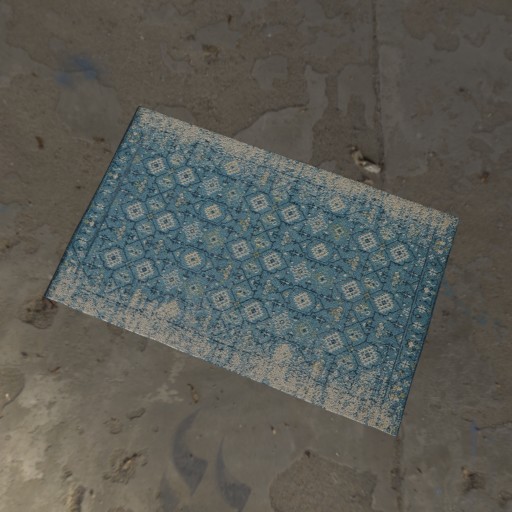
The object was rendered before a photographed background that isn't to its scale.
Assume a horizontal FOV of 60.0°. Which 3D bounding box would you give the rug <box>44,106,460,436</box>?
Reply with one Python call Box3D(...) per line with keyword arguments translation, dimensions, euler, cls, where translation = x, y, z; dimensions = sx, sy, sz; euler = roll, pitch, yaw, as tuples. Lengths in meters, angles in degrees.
Box3D(translation=(0.000, 0.000, 3.001), dimensions=(2.449, 0.015, 1.530), euler=(20, 77, 5), cls="rug")
